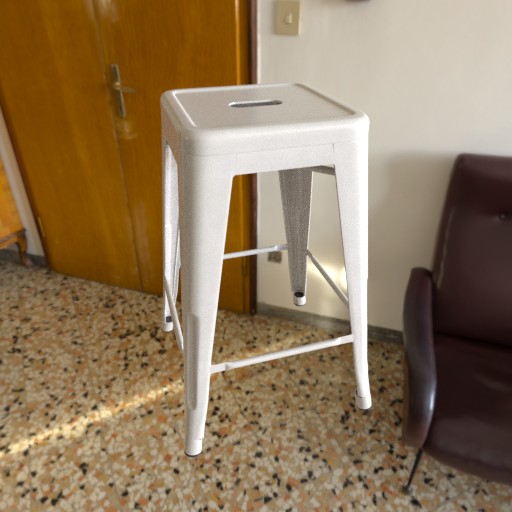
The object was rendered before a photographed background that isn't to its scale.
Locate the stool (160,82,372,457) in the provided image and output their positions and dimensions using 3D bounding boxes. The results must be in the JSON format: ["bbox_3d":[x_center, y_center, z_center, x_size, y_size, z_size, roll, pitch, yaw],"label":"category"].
[{"bbox_3d":[0.000,0.000,0.903,0.406,0.610,0.406,-9,33,-14],"label":"stool"}]
